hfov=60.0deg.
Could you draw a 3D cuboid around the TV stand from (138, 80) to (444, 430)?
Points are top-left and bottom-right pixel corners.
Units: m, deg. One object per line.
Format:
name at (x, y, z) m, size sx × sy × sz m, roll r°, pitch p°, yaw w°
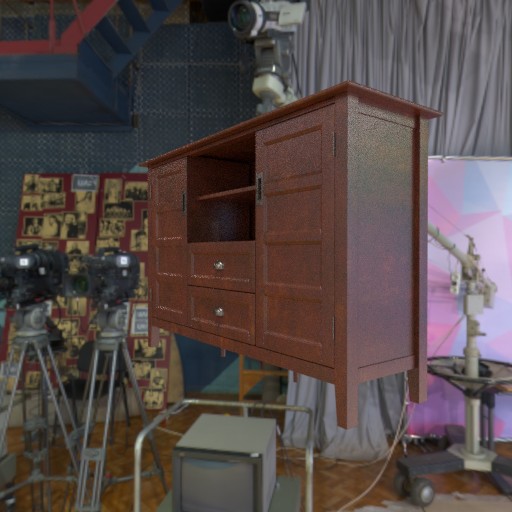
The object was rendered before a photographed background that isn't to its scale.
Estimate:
TV stand at (0.000, 0.000, 1.810) m, size 0.445 × 0.915 × 1.372 m, roll 0°, pitch 1°, yaw -37°
